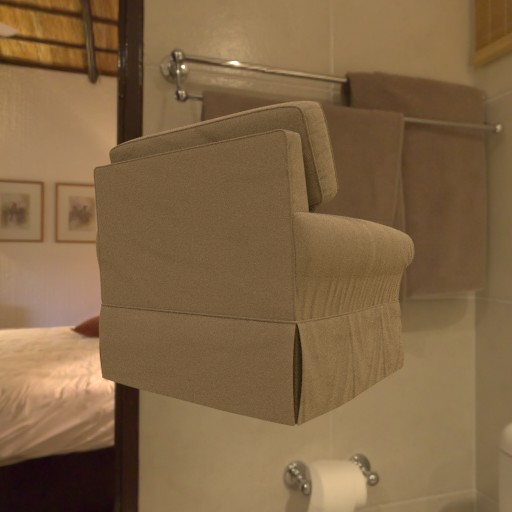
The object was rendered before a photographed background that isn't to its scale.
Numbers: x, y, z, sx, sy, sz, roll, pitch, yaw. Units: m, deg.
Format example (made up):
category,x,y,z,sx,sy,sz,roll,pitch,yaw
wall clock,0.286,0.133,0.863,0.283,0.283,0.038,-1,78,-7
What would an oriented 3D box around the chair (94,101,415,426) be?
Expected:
category,x,y,z,sx,sy,sz,roll,pitch,yaw
chair,0.000,0.000,1.925,1.135,1.017,0.988,0,-1,36
